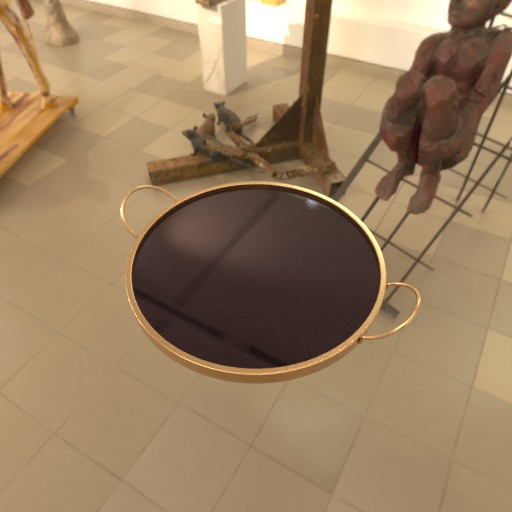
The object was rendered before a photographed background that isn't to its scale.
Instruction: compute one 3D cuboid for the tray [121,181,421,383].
[{"bbox_3d":[0.000,0.000,0.755,0.543,0.069,0.438,23,50,20],"label":"tray"}]
